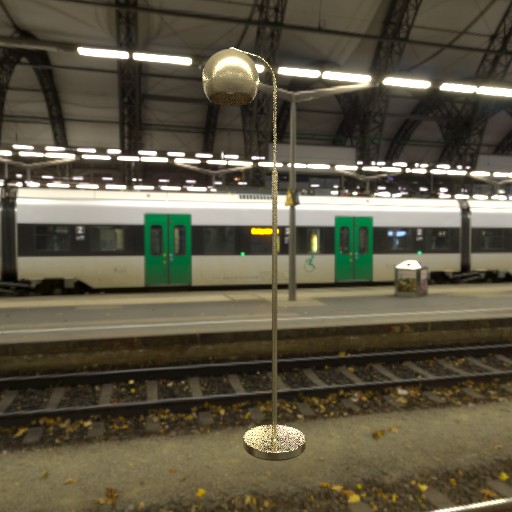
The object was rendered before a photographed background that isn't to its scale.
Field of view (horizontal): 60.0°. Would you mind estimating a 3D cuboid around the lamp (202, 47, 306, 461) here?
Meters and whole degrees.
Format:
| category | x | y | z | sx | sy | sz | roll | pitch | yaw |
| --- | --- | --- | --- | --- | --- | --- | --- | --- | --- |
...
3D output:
| category | x | y | z | sx | sy | sz | roll | pitch | yaw |
| --- | --- | --- | --- | --- | --- | --- | --- | --- | --- |
| lamp | 0.000 | 0.000 | 1.701 | 0.431 | 1.526 | 0.250 | -1 | 2 | -35 |
